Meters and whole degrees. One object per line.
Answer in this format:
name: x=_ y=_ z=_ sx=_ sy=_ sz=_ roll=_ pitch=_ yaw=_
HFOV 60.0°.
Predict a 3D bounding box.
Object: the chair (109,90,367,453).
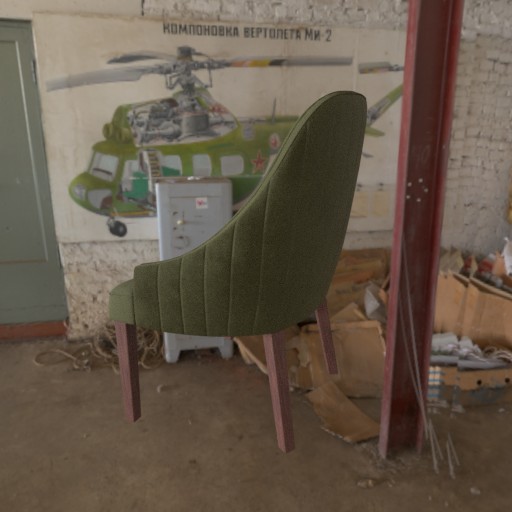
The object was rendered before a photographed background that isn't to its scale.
chair: x=0.000 y=0.000 z=1.300 sx=0.575 sy=0.889 sz=0.643 roll=7 pitch=17 yaw=25
